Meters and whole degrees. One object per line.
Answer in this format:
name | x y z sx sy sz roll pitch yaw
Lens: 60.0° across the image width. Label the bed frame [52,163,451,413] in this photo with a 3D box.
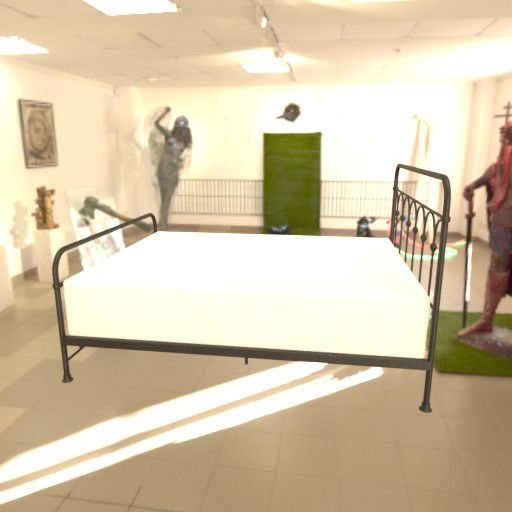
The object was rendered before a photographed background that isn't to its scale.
bed frame | 0.000 0.000 3.217 2.203 1.276 1.664 2 14 8
